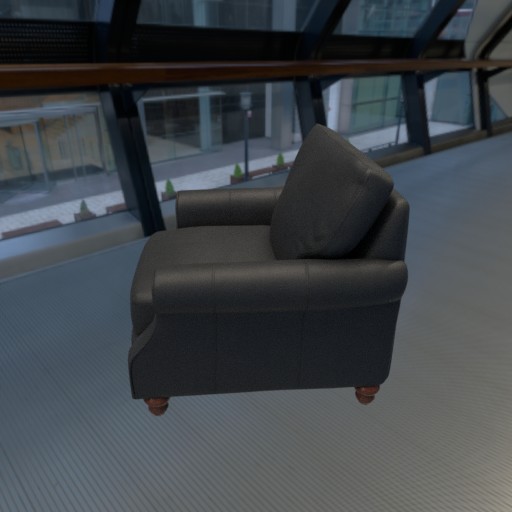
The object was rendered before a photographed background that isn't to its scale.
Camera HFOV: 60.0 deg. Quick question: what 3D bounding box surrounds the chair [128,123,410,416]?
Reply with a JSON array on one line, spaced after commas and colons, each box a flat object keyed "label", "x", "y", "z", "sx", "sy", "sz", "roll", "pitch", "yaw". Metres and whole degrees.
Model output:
[{"label": "chair", "x": 0.000, "y": 0.000, "z": 1.837, "sx": 1.027, "sy": 0.960, "sz": 1.015, "roll": 0, "pitch": 26, "yaw": 1}]
